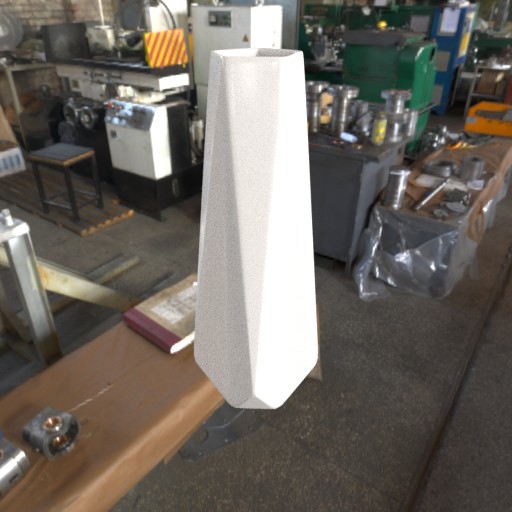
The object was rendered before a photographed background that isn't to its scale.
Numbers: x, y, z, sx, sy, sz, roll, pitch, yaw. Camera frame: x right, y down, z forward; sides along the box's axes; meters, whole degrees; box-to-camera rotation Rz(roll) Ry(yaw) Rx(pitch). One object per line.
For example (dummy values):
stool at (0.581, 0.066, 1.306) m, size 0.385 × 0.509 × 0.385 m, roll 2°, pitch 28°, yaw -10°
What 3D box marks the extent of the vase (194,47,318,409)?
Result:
vase at (0.000, 0.000, 0.394) m, size 0.122 × 0.329 × 0.116 m, roll 1°, pitch 30°, yaw 2°
